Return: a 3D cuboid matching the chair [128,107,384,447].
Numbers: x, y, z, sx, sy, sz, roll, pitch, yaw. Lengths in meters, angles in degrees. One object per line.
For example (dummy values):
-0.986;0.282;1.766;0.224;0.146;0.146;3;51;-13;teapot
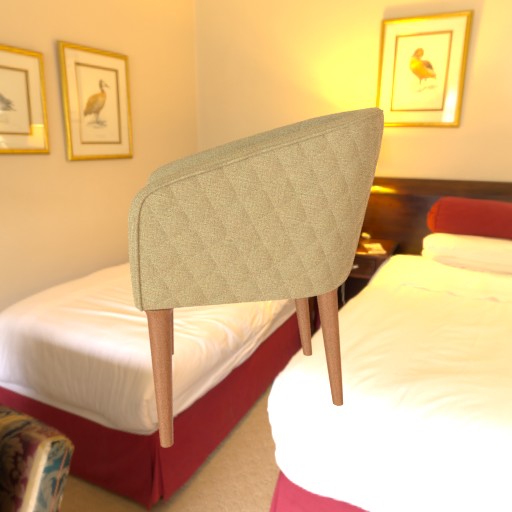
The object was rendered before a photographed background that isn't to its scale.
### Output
0.000;0.000;1.220;0.616;0.775;0.584;-3;15;-10;chair
